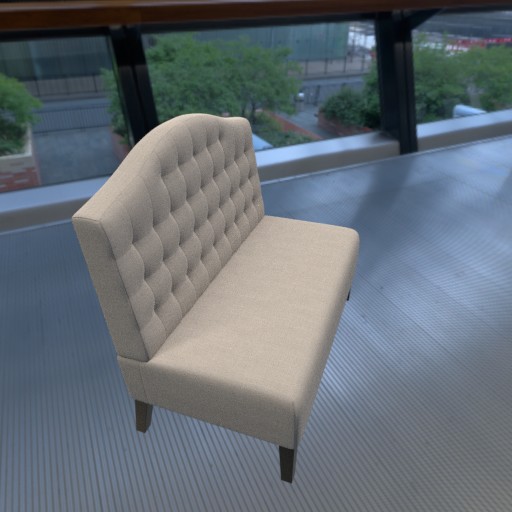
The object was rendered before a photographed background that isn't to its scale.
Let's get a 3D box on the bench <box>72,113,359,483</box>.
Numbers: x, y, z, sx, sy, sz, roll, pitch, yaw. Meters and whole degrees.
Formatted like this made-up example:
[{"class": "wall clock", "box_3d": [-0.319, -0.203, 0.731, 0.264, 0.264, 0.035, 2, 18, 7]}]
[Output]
[{"class": "bench", "box_3d": [0.000, 0.000, 2.055, 0.815, 1.180, 1.335, 11, 33, 17]}]
